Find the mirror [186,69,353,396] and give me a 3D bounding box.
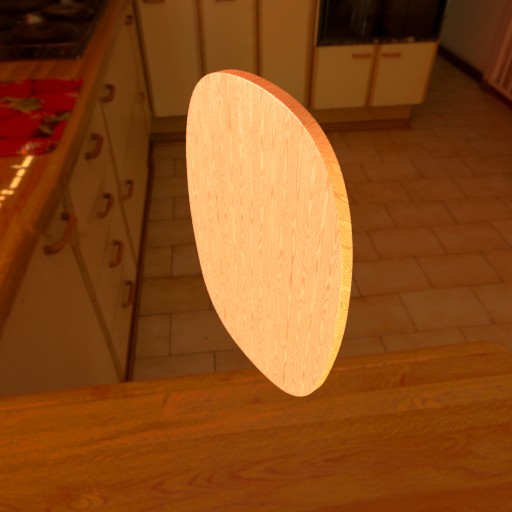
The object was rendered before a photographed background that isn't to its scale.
[{"bbox_3d":[0.000,0.000,1.367,0.037,1.075,0.724,-27,48,-27],"label":"mirror"}]
